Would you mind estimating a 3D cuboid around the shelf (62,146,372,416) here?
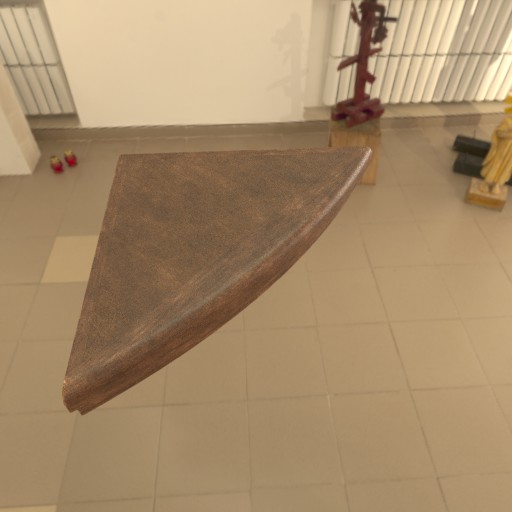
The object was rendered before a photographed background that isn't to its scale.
[{"bbox_3d":[0.000,0.000,0.452,0.310,0.050,0.310,-3,47,-3],"label":"shelf"}]
